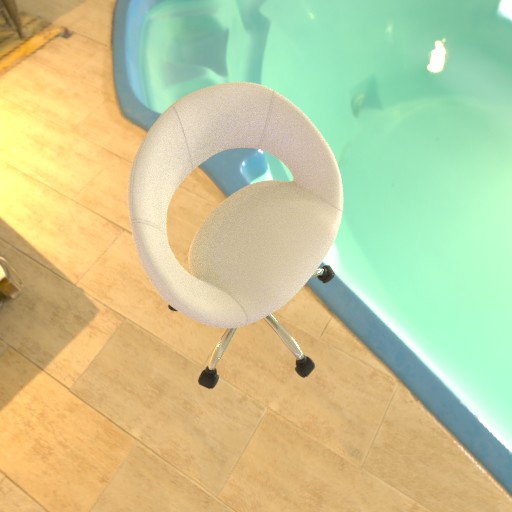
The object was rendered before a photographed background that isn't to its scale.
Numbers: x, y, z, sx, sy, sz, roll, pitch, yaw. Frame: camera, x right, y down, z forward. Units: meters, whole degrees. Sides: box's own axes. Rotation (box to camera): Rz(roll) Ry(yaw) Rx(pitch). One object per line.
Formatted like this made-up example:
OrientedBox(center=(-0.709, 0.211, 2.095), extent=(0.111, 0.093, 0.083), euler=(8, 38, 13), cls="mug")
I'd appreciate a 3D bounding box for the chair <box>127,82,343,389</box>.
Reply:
OrientedBox(center=(0.000, 0.000, 1.206), extent=(0.538, 0.791, 0.612), euler=(33, 65, 18), cls="chair")
